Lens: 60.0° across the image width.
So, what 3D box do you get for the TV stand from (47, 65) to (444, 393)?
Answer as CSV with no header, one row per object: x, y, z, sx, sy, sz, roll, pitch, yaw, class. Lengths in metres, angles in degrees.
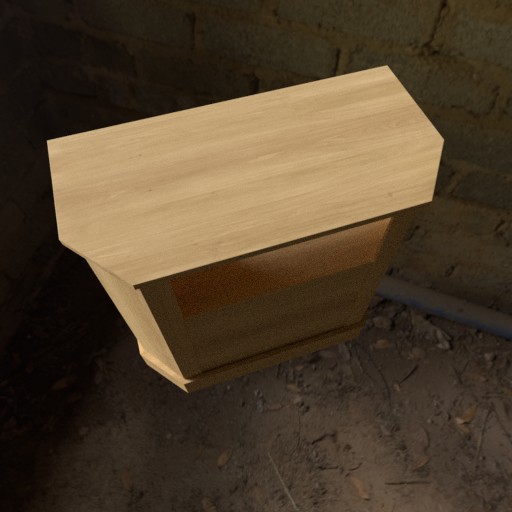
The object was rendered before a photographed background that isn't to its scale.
0.000,0.000,1.298,0.851,0.781,0.425,-16,60,-9,TV stand
